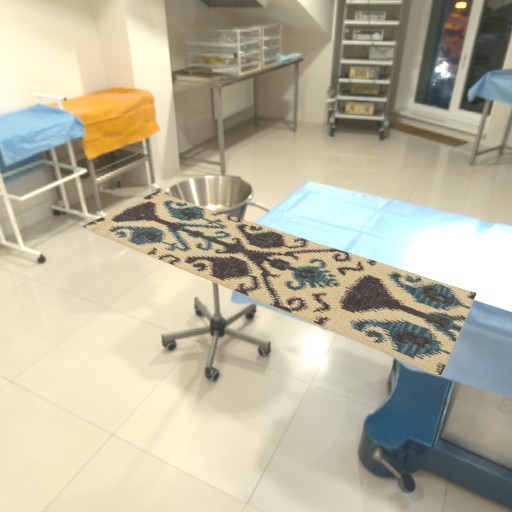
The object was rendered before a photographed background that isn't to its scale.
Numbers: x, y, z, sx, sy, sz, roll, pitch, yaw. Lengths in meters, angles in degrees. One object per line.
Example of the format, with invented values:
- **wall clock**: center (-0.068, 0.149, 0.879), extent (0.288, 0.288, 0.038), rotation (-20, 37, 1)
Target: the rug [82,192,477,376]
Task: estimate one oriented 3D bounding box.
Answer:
- **rug**: center (0.000, 0.000, 2.601), extent (2.301, 0.017, 0.692), rotation (20, 37, 28)
